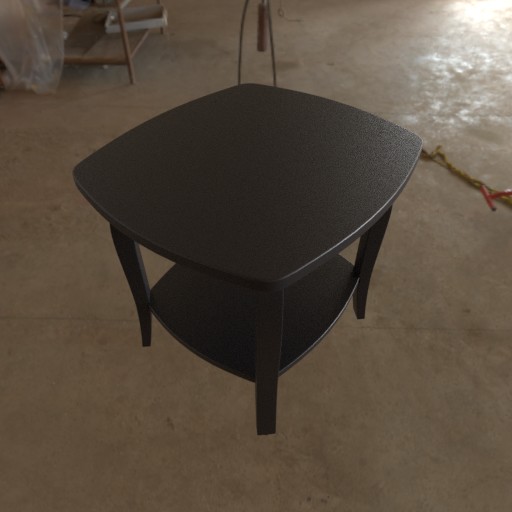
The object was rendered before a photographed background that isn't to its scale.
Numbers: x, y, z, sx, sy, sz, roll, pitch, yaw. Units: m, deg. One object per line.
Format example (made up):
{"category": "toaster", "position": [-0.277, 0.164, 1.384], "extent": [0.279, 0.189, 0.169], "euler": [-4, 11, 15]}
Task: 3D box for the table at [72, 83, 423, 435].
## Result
{"category": "table", "position": [0.000, 0.000, 0.874], "extent": [0.457, 0.457, 0.508], "euler": [28, 50, 27]}
